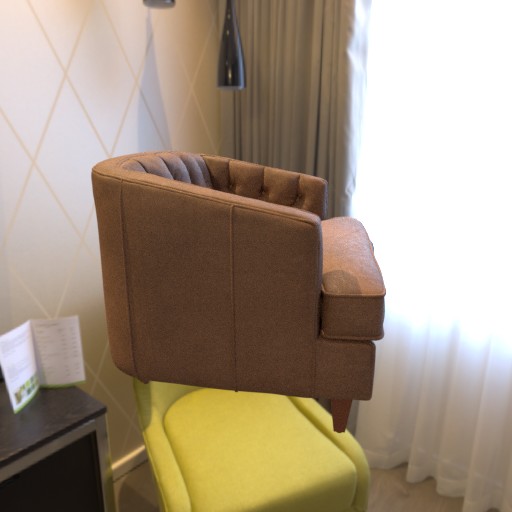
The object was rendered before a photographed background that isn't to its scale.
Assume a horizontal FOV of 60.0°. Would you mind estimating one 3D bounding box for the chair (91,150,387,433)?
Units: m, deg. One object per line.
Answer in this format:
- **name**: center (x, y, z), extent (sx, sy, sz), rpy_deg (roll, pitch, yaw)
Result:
- **chair**: center (0.000, 0.000, 1.726), extent (0.914, 0.787, 1.118), rpy_deg (3, 16, 9)
